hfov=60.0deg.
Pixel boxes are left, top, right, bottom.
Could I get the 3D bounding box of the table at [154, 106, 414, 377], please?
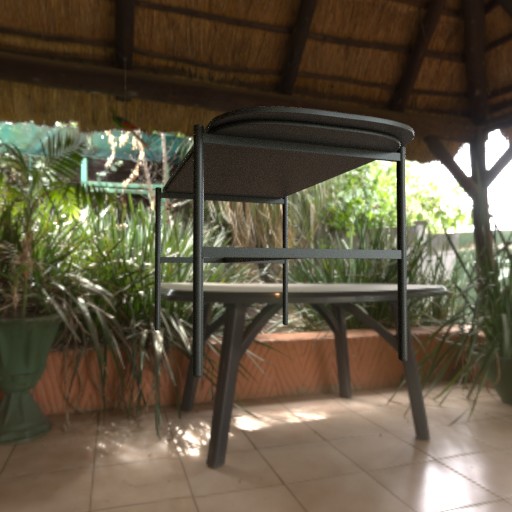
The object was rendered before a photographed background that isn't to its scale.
[{"bbox_3d":[0.000,0.000,1.028,0.400,0.400,0.800,1,-2,-19],"label":"table"}]
